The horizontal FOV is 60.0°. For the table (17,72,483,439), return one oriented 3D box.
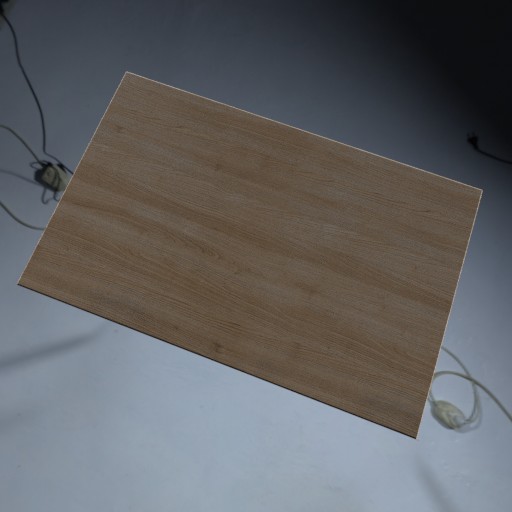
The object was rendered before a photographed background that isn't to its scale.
[{"bbox_3d":[0.000,0.000,1.426,1.100,0.440,0.700,20,77,5],"label":"table"}]
